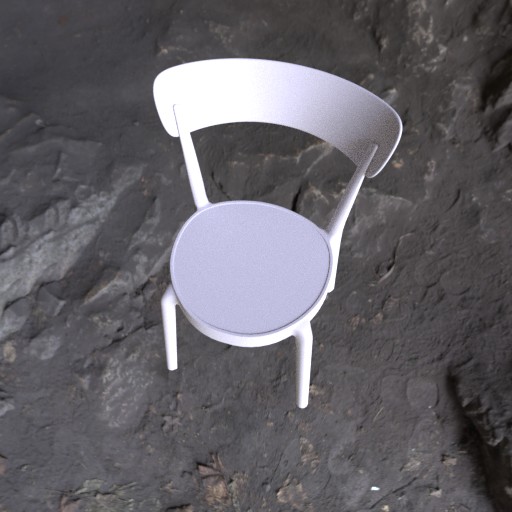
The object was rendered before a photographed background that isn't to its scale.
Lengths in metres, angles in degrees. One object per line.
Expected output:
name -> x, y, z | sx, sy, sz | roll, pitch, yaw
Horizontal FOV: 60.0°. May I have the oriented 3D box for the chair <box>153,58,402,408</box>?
chair -> 0.000, 0.000, 1.137 | 0.506, 0.790, 0.491 | 14, 60, 8
